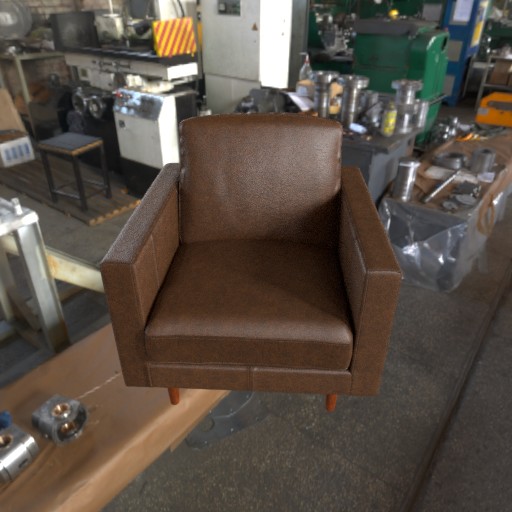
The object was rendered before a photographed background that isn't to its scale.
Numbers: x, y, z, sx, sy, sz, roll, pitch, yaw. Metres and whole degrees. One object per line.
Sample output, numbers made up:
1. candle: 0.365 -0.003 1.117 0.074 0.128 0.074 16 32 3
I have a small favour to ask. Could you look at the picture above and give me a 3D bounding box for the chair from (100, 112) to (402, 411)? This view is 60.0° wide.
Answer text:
1. chair: 0.000 0.000 1.742 0.890 0.956 0.909 2 31 3
